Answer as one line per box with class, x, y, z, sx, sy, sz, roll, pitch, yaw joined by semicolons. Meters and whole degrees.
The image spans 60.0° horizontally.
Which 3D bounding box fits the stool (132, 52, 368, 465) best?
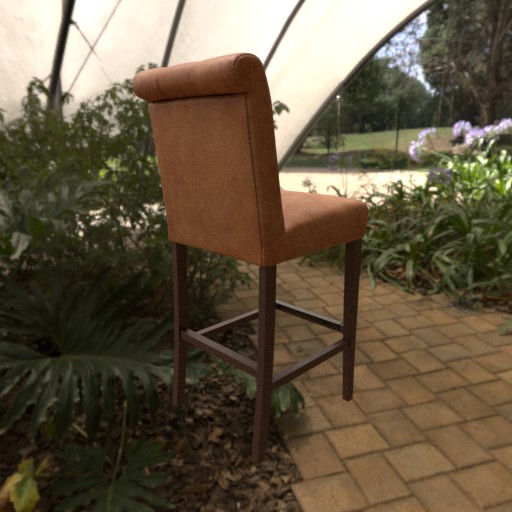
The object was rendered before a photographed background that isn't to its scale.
stool;0.000;0.000;1.471;0.493;1.140;0.601;15;21;43
